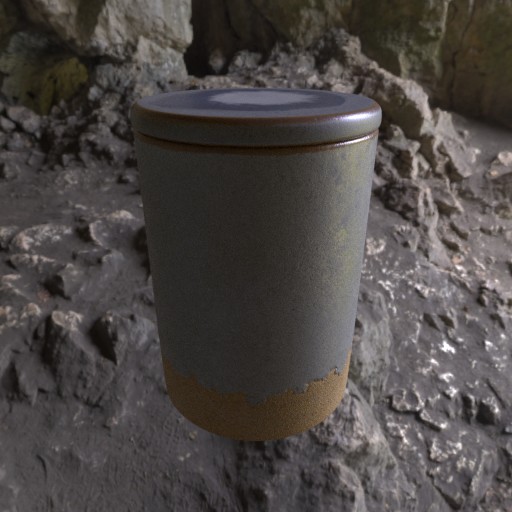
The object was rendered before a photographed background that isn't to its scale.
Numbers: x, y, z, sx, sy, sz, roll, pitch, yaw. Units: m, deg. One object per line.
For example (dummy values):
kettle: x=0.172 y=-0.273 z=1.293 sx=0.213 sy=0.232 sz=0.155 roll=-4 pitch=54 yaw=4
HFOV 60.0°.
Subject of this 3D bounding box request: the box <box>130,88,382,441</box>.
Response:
box: x=0.000 y=0.000 z=0.249 sx=0.118 sy=0.168 sz=0.118 roll=0 pitch=26 yaw=0
